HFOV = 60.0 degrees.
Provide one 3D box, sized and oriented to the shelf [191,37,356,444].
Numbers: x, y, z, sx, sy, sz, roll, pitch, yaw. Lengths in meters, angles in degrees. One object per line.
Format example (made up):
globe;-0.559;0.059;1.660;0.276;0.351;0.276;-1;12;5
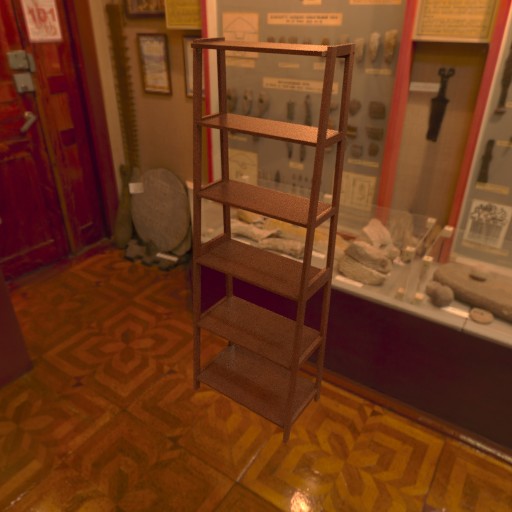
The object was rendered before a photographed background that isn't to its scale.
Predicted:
shelf;0.000;0.000;2.177;0.660;1.892;0.382;19;35;30
